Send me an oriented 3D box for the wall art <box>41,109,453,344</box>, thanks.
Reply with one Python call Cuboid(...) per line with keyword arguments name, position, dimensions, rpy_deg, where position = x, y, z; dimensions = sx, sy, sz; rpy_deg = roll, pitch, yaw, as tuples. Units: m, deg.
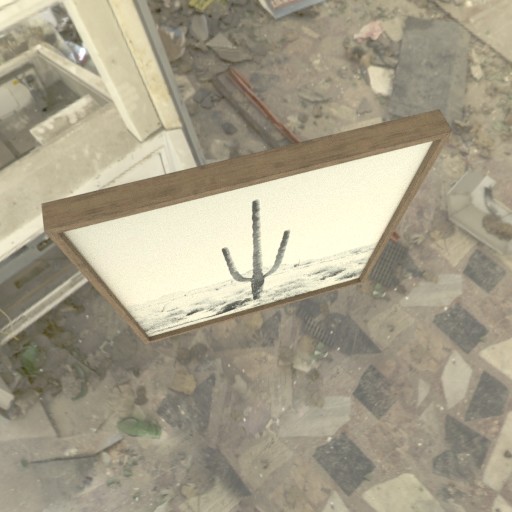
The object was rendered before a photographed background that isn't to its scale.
Cuboid(name="wall art", position=(0.000, 0.000, 0.766), dimensions=(0.508, 0.508, 0.038), rpy_deg=(-15, 65, -7))
